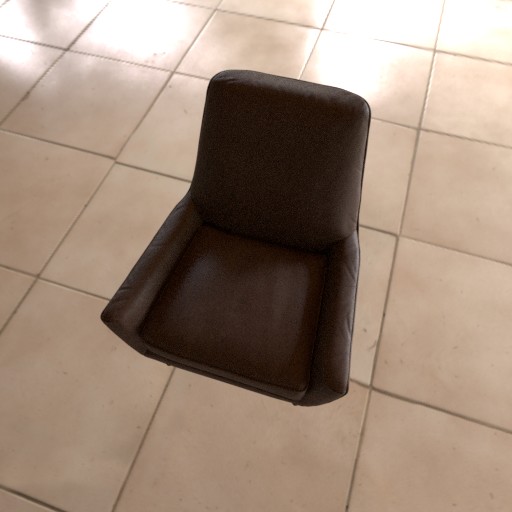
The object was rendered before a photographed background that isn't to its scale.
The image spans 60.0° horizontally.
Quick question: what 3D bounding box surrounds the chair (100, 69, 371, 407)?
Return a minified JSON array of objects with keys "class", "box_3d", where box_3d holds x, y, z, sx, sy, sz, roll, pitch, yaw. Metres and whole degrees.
[{"class":"chair","box_3d":[0.000,0.000,1.545,0.787,0.888,0.824,15,60,9]}]
